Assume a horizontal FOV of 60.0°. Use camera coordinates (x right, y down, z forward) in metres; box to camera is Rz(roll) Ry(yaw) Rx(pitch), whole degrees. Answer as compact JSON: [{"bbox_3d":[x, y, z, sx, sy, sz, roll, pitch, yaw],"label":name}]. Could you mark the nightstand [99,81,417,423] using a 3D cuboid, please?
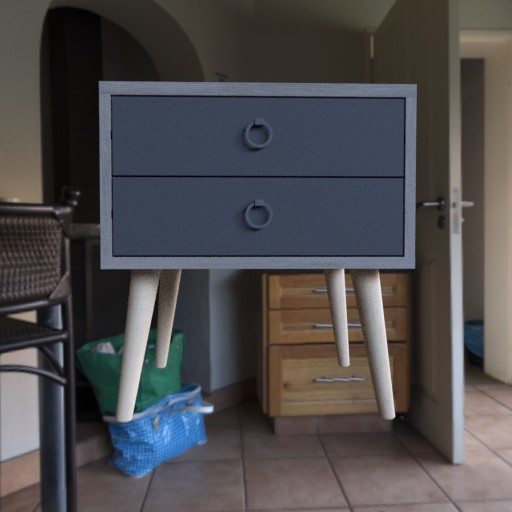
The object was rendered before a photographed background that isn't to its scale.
[{"bbox_3d":[0.000,0.000,0.814,0.450,0.500,0.380,0,2,-2],"label":"nightstand"}]
